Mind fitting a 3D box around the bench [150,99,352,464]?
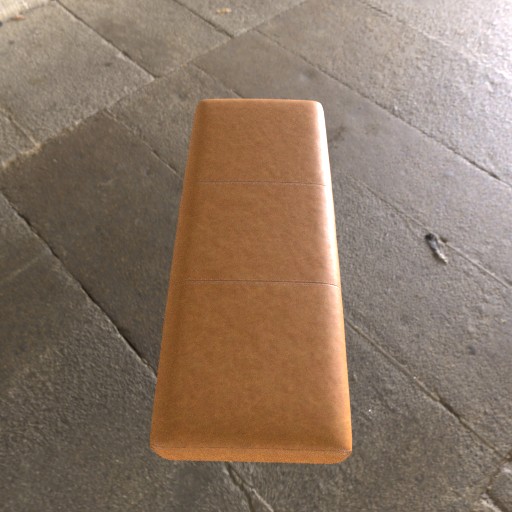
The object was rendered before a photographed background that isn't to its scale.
[{"bbox_3d":[0.000,0.000,1.891,0.653,0.399,1.610,1,58,1],"label":"bench"}]
